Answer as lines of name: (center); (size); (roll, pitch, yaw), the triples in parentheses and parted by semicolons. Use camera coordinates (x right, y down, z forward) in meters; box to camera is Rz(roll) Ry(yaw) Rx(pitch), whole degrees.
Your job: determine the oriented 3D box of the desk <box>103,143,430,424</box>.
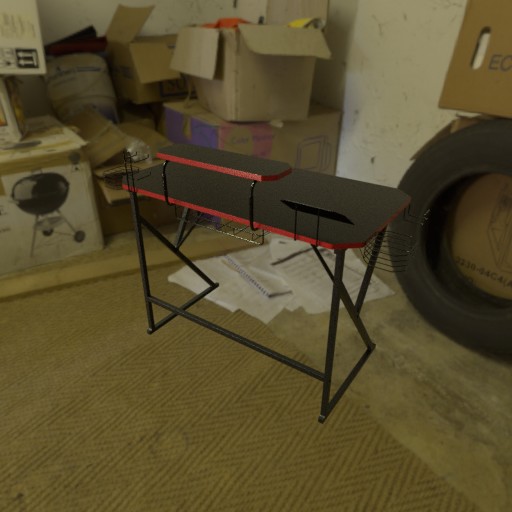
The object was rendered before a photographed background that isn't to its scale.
desk: (0.000, 0.000, 1.810); (1.280, 0.913, 0.588); (18, 34, 30)
